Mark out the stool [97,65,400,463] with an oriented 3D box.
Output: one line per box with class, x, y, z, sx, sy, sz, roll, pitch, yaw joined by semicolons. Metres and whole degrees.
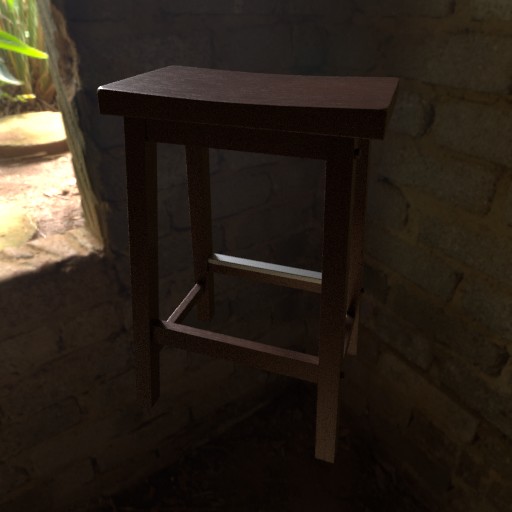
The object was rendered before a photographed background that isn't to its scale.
stool;0.000;0.000;0.823;0.406;0.610;0.322;10;33;16
